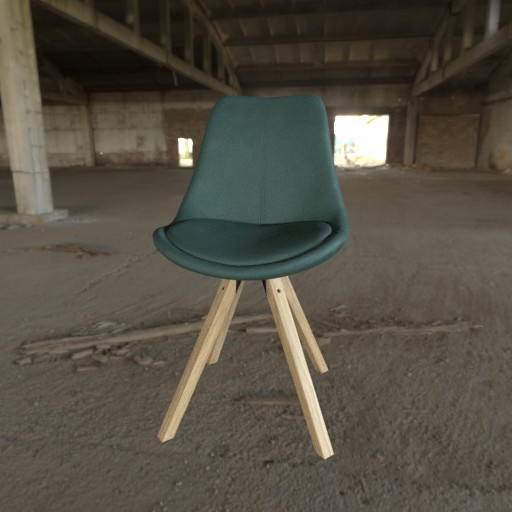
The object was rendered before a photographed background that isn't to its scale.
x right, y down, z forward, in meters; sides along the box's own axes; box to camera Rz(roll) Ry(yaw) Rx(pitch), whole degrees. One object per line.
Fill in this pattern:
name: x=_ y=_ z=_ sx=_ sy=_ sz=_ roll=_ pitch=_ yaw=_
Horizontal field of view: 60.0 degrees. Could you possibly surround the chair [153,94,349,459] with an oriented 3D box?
chair: x=0.000 y=0.000 z=1.187 sx=0.483 sy=0.865 sz=0.547 roll=2 pitch=14 yaw=9
